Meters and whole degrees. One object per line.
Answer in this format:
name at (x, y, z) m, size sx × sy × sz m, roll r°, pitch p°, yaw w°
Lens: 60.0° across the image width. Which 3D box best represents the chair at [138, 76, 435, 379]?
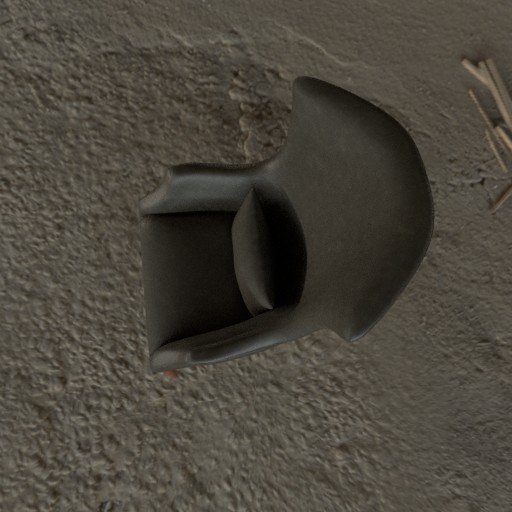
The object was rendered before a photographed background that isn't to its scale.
chair at (0.000, 0.000, 1.700) m, size 0.954 × 1.068 × 0.819 m, roll -8°, pitch 73°, yaw -2°
